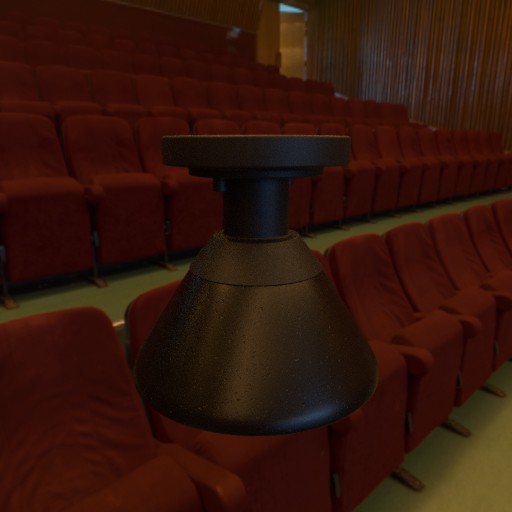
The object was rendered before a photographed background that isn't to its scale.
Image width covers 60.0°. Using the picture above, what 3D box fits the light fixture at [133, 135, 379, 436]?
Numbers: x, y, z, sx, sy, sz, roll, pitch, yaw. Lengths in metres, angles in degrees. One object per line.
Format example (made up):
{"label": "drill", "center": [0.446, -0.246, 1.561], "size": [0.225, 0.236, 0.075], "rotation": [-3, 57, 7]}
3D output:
{"label": "light fixture", "center": [0.000, 0.000, 0.353], "size": [0.200, 0.183, 0.200], "rotation": [0, 14, 0]}
